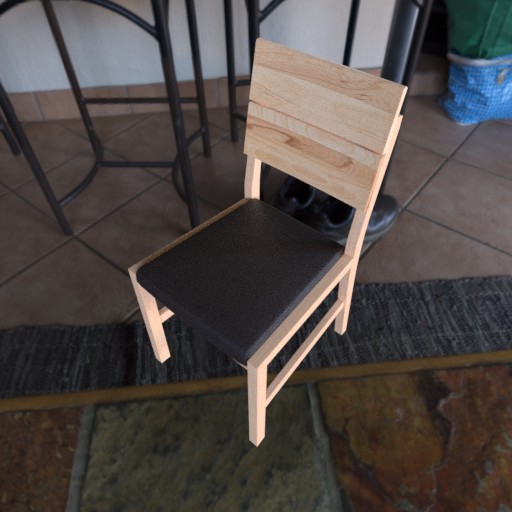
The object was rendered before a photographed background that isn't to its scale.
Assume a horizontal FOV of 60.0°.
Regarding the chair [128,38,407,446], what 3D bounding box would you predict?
[{"bbox_3d":[0.000,0.000,1.269,0.475,0.950,0.560,32,54,27],"label":"chair"}]
